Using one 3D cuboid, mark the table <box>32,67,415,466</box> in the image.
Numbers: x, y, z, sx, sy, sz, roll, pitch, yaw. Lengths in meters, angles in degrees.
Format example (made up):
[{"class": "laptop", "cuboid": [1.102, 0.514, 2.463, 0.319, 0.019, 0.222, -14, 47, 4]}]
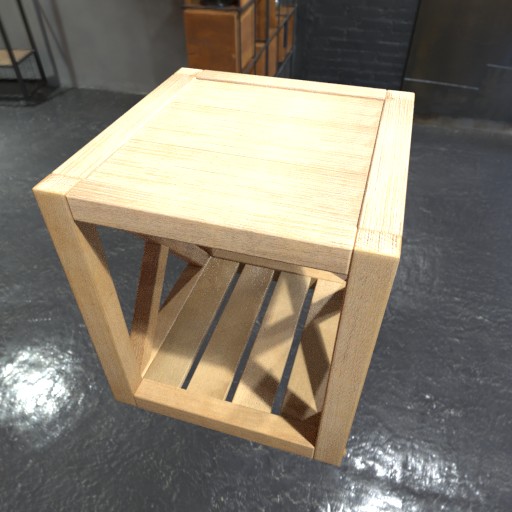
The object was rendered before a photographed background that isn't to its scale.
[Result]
[{"class": "table", "cuboid": [0.000, 0.000, 1.015, 0.558, 0.610, 0.559, 11, 43, 13]}]
